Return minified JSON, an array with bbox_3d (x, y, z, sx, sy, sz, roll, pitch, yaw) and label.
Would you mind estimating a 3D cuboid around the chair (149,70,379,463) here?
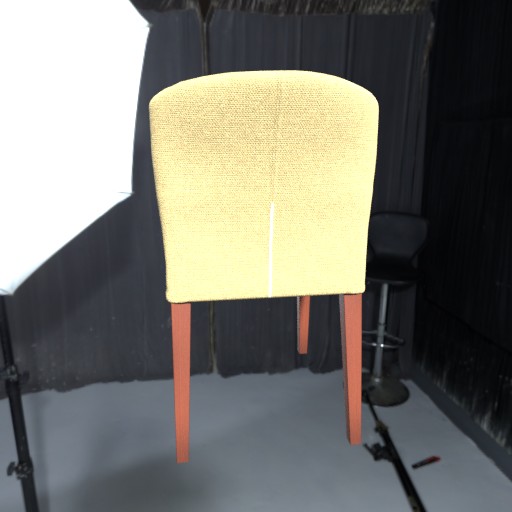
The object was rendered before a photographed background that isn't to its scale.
[{"bbox_3d":[0.000,0.000,1.176,0.491,0.839,0.589,-2,14,-8],"label":"chair"}]
